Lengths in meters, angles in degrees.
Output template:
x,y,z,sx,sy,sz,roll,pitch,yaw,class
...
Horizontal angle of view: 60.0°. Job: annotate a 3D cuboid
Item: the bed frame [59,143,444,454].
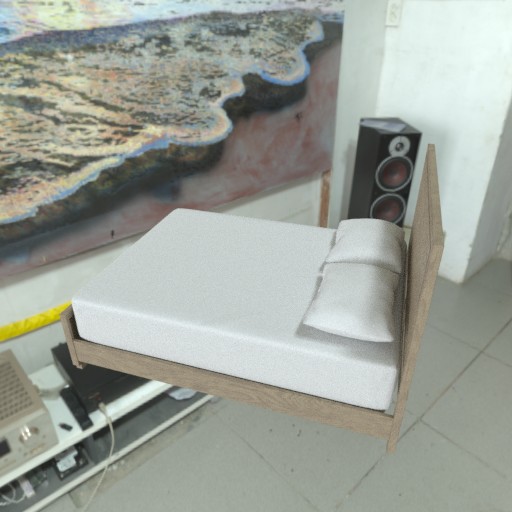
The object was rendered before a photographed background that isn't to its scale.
x,y,z,sx,sy,sz,roll,pitch,yaw,class
0.000,0.000,3.168,2.189,1.369,1.606,9,31,15,bed frame
